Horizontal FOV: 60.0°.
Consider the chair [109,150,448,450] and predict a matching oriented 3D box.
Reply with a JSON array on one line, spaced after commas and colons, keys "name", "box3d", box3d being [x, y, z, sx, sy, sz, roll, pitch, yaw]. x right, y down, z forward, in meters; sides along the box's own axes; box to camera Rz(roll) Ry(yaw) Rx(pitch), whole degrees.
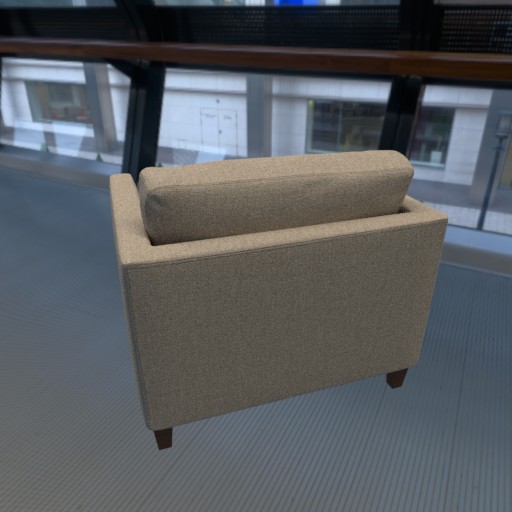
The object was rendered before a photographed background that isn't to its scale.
[{"name": "chair", "box3d": [0.000, 0.000, 1.865, 1.107, 0.961, 0.959, -8, 28, -17]}]
